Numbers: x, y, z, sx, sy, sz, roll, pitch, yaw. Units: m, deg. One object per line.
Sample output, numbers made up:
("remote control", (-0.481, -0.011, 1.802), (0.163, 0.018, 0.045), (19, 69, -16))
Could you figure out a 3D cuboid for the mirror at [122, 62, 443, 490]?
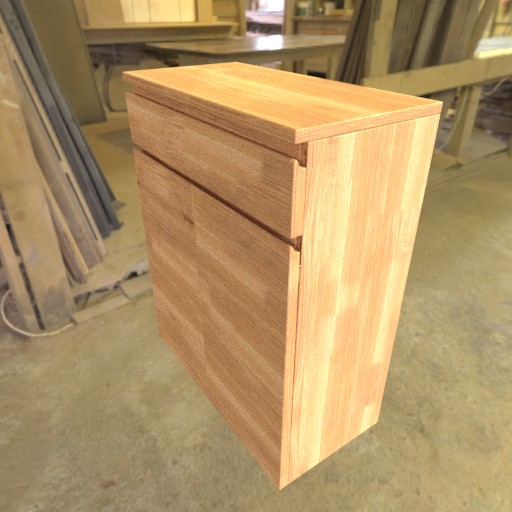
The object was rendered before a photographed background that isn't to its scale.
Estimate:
("mirror", (0.000, 0.000, 1.367), (0.400, 1.000, 0.800), (-19, 36, -30))
